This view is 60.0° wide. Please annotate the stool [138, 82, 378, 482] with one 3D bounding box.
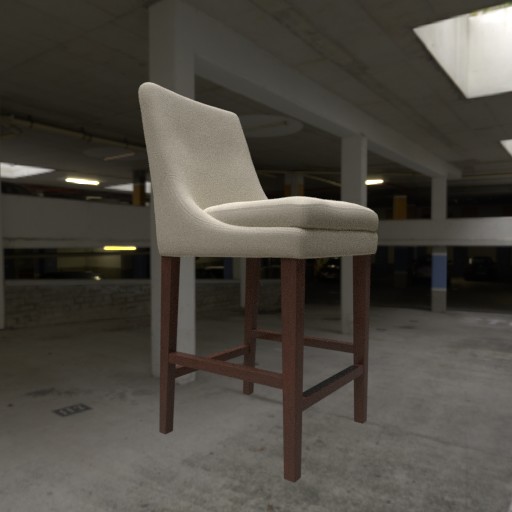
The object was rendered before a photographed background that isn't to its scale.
[{"bbox_3d":[0.000,0.000,1.280,0.577,0.981,0.470,1,2,36],"label":"stool"}]
